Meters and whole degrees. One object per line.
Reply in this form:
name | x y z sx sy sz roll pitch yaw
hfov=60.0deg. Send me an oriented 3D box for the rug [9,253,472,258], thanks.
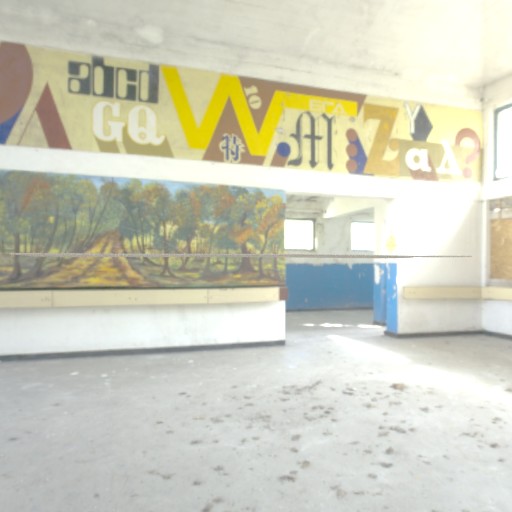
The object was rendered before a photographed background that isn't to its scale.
rug | 0.000 0.000 2.496 2.346 0.013 0.712 0 -1 -17
